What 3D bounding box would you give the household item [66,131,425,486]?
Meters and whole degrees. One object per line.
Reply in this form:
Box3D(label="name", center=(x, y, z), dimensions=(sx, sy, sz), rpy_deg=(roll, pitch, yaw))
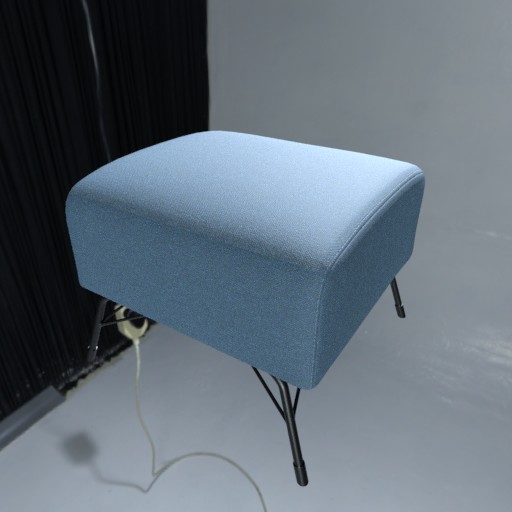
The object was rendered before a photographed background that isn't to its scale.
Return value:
Box3D(label="household item", center=(0.000, 0.000, 0.907), dimensions=(0.530, 0.420, 0.530), rpy_deg=(18, 34, 28))
